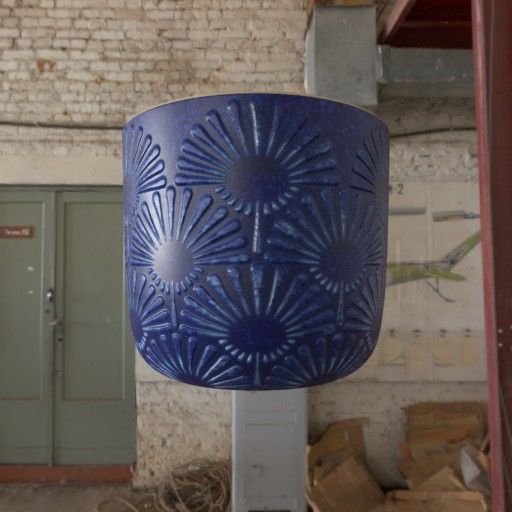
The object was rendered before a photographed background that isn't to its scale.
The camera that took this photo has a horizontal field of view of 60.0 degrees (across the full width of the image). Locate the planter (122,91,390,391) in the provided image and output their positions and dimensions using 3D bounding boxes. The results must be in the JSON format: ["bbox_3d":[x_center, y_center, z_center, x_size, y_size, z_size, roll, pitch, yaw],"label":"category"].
[{"bbox_3d":[0.000,0.000,0.211,0.124,0.109,0.124,0,-3,0],"label":"planter"}]
